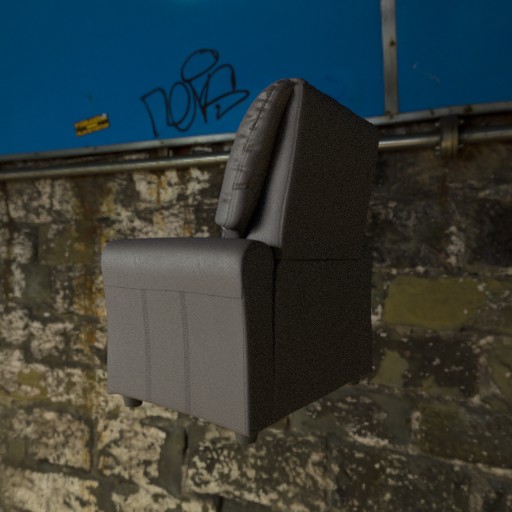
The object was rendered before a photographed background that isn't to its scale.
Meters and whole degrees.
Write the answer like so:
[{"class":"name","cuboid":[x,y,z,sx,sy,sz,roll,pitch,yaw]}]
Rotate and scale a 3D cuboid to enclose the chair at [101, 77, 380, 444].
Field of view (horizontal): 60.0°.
[{"class":"chair","cuboid":[0.000,0.000,1.138,0.521,0.709,0.610,0,0,37]}]
